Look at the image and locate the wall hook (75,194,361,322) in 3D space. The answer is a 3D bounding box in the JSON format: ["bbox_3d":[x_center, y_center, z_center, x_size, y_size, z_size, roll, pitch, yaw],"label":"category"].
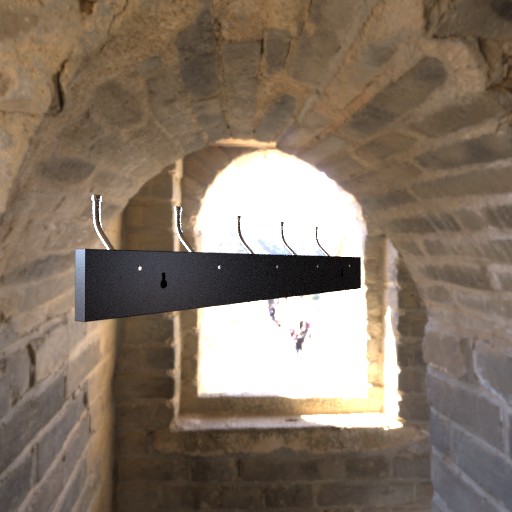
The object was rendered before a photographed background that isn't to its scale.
[{"bbox_3d":[0.000,0.000,0.611,0.071,0.117,0.571,-1,-1,36],"label":"wall hook"}]
